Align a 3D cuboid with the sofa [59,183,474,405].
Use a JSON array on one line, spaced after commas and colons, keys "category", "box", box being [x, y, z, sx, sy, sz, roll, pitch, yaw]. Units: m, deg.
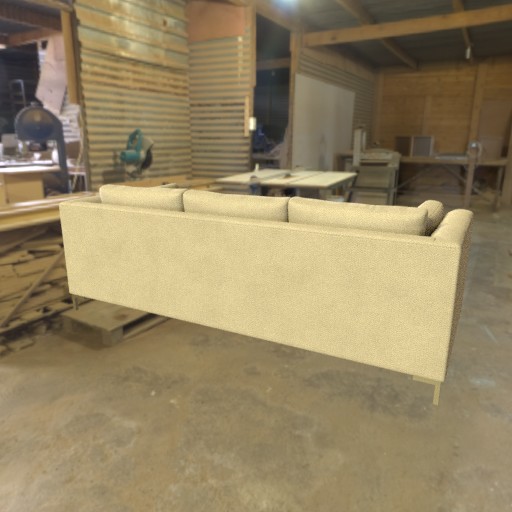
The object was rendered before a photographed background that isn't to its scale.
[{"category": "sofa", "box": [0.000, 0.000, 2.841, 2.415, 0.867, 0.969, 8, 18, 27]}]
